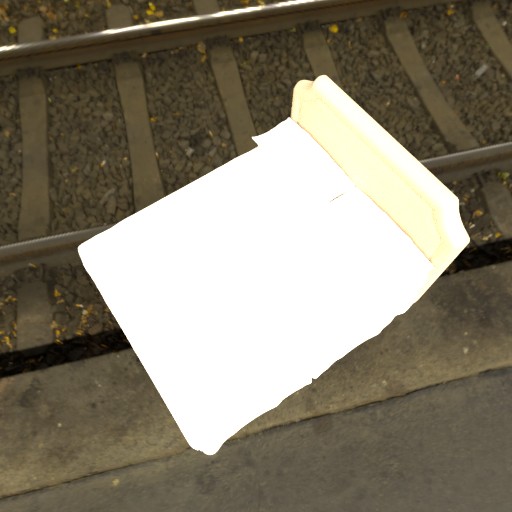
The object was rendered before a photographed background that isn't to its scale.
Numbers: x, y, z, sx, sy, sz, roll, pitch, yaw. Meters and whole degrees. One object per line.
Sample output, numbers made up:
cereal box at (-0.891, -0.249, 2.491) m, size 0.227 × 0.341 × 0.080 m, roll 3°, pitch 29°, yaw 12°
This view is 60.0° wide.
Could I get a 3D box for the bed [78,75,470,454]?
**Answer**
bed at (0.000, 0.000, 3.837) m, size 2.548 × 1.524 × 2.134 m, roll -32°, pitch 68°, yaw -15°
